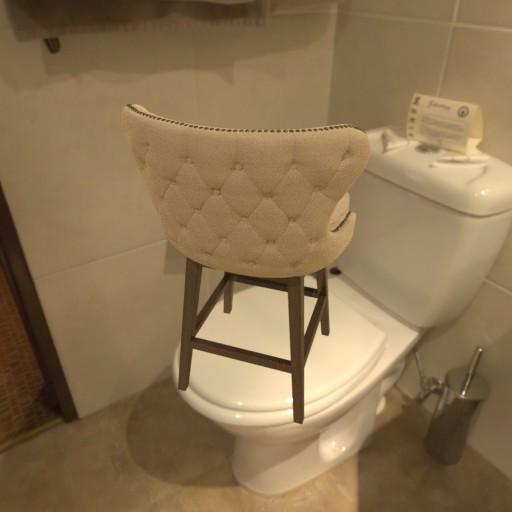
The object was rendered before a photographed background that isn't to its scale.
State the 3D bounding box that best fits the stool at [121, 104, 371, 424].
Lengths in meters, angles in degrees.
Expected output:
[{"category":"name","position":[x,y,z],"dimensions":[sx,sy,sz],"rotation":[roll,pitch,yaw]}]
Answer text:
[{"category":"stool","position":[0.000,0.000,1.383],"dimensions":[0.615,0.972,0.597],"rotation":[10,35,16]}]
